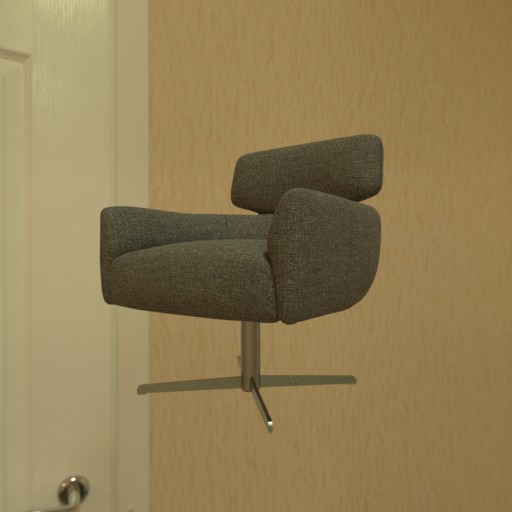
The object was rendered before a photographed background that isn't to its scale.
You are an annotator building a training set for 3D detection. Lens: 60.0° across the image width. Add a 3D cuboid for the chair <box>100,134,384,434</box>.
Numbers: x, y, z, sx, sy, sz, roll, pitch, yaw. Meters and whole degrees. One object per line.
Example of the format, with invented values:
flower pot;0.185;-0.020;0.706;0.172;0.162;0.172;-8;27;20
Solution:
chair;0.000;0.000;1.368;0.706;0.812;0.715;0;1;36
